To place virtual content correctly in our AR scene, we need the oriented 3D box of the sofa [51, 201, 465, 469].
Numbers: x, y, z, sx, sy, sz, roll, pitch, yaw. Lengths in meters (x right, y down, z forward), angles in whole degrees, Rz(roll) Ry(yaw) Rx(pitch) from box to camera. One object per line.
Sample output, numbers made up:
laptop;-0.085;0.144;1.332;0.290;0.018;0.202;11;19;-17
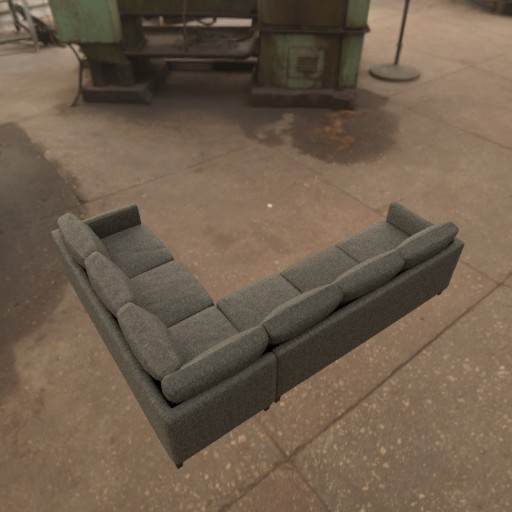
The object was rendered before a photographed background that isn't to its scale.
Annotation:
sofa;0.000;0.000;4.548;3.302;0.947;2.593;-25;47;-26
